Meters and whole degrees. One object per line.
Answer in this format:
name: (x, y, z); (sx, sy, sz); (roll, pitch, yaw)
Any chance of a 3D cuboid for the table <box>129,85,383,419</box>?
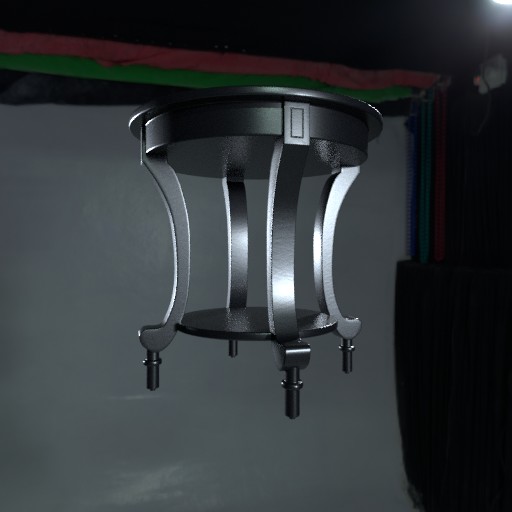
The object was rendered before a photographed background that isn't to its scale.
table: (0.000, 0.000, 1.089); (0.597, 0.618, 0.597); (0, 1, 0)
